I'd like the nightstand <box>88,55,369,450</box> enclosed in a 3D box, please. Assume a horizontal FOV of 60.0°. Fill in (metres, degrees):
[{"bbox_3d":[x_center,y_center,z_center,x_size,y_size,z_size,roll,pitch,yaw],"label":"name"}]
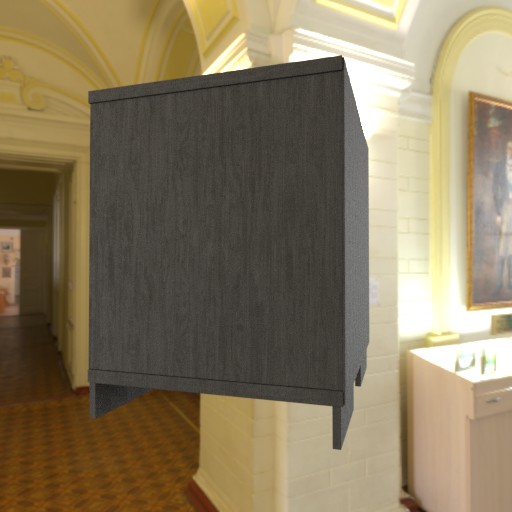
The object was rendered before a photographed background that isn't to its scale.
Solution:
[{"bbox_3d":[0.000,0.000,0.755,0.347,0.448,0.427,0,-1,18],"label":"nightstand"}]
